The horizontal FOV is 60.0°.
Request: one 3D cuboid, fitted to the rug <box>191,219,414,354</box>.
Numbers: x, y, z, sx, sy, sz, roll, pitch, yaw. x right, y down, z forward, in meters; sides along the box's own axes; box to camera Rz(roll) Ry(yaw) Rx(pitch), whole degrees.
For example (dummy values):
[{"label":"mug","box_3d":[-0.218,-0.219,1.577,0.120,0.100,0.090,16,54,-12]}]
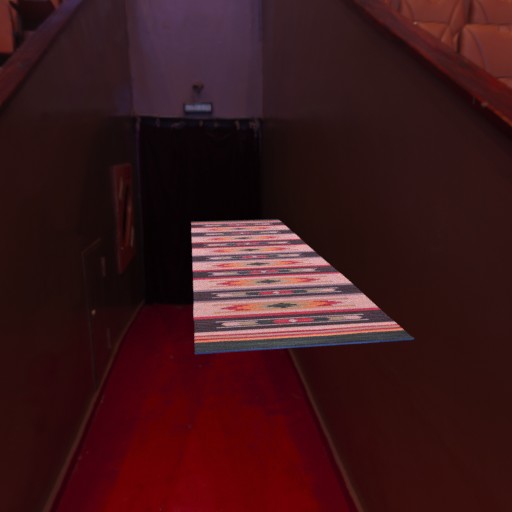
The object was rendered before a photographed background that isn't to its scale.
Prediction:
[{"label":"rug","box_3d":[0.000,0.000,2.652,0.760,0.009,2.440,-2,15,-8]}]
